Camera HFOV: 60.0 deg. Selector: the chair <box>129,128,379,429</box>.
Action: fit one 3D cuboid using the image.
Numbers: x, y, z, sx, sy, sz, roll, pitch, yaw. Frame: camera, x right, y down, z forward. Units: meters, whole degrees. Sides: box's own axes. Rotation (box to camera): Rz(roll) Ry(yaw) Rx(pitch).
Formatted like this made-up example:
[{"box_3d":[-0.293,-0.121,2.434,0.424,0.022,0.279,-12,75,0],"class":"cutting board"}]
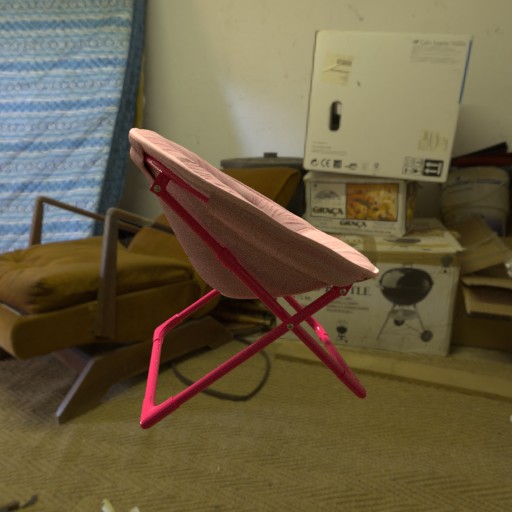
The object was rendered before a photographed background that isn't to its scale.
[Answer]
[{"box_3d":[0.000,0.000,0.892,0.459,0.494,0.522,-2,16,-8],"class":"chair"}]
